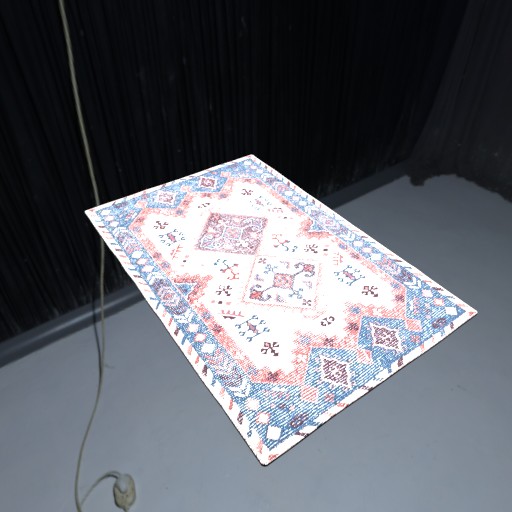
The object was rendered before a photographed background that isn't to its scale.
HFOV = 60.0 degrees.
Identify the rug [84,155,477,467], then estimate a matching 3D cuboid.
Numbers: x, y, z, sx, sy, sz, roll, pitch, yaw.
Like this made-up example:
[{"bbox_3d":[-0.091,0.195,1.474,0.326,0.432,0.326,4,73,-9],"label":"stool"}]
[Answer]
[{"bbox_3d":[0.000,0.000,2.340,1.225,0.015,1.840,-25,47,-26],"label":"rug"}]
